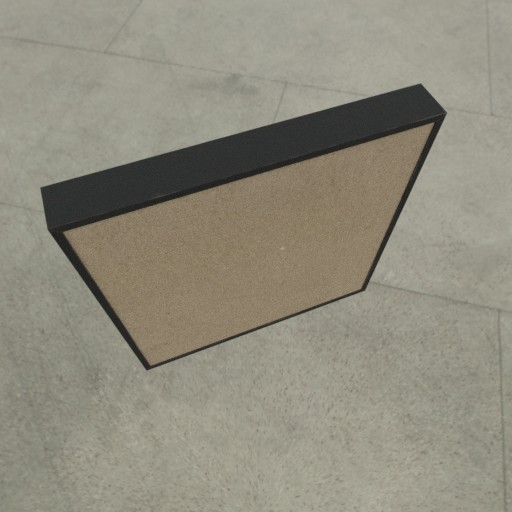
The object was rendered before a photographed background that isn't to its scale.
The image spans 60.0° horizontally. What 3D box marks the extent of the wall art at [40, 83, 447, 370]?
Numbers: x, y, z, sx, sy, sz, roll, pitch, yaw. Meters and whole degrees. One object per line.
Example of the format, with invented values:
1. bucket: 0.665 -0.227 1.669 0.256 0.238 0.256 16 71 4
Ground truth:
1. wall art: 0.000 0.000 0.455 0.305 0.305 0.038 -18 60 -11
